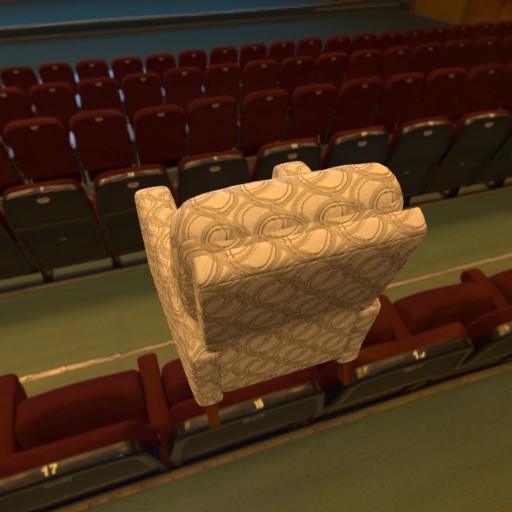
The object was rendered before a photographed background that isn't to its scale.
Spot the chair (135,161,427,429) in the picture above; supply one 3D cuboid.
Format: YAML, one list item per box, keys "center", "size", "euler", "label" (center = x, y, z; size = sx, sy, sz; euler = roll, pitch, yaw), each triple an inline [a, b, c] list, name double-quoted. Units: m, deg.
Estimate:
- center: [0.000, 0.000, 1.739]
  size: [0.796, 1.065, 0.995]
  euler: [-13, 43, -14]
  label: "chair"
